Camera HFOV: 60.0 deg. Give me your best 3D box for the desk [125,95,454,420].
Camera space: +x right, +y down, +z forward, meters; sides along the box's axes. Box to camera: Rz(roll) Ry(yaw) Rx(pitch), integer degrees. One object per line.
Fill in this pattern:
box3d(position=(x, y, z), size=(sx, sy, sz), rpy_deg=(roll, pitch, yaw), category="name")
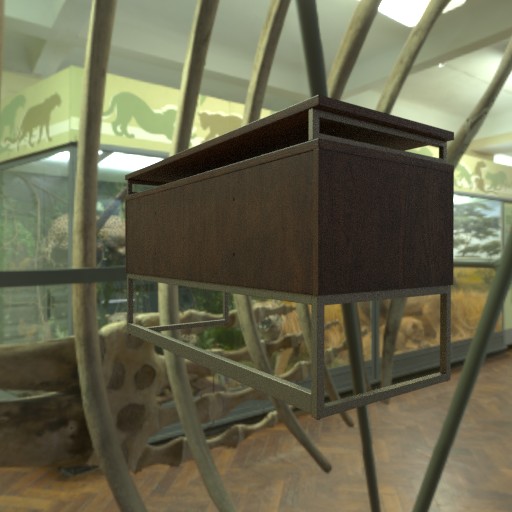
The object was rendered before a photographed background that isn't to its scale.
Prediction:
box3d(position=(0.000, 0.000, 1.810), size=(0.610, 0.792, 1.384), rpy_deg=(0, 1, -35), category="desk")
